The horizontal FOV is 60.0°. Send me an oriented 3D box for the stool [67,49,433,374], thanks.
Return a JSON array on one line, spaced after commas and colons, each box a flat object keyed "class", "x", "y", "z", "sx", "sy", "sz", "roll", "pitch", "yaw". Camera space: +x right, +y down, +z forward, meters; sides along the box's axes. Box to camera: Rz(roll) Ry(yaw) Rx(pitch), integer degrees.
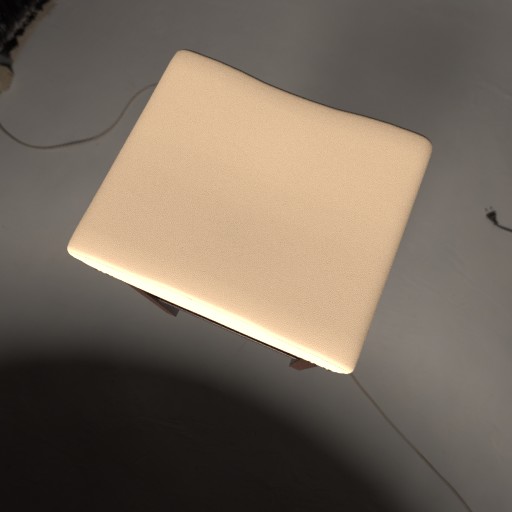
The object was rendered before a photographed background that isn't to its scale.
[{"class": "stool", "x": 0.000, "y": 0.000, "z": 1.044, "sx": 0.471, "sy": 0.762, "sz": 0.401, "roll": 22, "pitch": 76, "yaw": 6}]
